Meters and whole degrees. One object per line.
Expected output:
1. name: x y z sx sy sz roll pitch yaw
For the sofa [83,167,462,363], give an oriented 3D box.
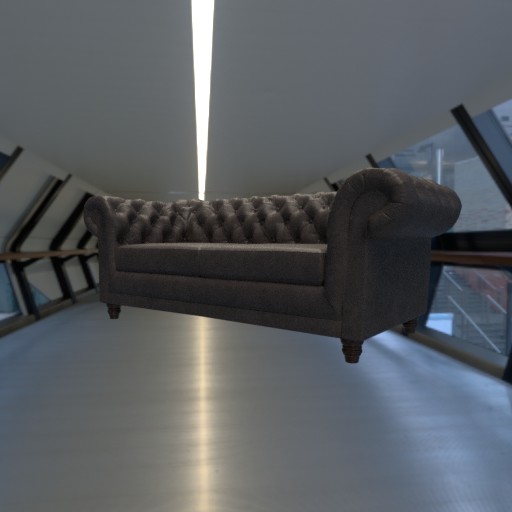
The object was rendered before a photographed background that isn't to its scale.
1. sofa: 0.000 0.000 2.536 2.048 0.779 0.944 2 3 37
